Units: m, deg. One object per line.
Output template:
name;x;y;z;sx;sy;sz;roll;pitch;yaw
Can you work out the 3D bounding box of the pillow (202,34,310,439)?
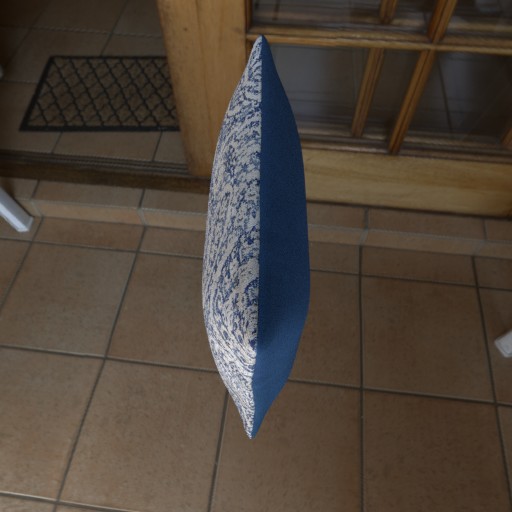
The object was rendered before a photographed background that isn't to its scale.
pillow;0.000;0.000;0.777;0.166;0.510;0.523;1;58;0
